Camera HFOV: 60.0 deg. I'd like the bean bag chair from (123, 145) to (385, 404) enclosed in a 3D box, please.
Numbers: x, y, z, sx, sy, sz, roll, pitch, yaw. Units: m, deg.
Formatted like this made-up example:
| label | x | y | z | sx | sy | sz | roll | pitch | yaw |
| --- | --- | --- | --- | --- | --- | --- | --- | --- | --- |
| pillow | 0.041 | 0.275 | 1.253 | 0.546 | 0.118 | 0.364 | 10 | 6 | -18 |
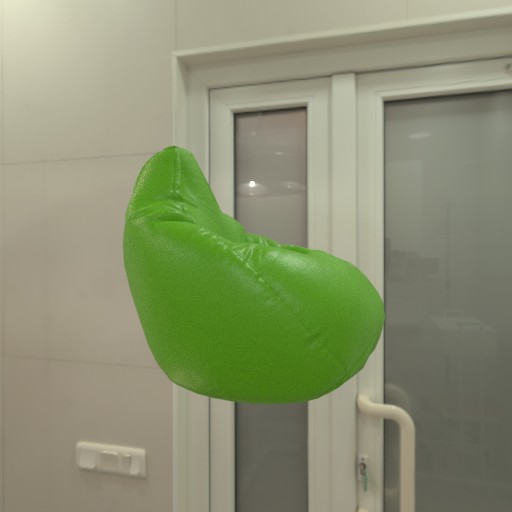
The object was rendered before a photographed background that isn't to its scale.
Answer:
| label | x | y | z | sx | sy | sz | roll | pitch | yaw |
| --- | --- | --- | --- | --- | --- | --- | --- | --- | --- |
| bean bag chair | 0.000 | 0.000 | 1.915 | 1.070 | 0.990 | 1.070 | 0 | 0 | 16 |
